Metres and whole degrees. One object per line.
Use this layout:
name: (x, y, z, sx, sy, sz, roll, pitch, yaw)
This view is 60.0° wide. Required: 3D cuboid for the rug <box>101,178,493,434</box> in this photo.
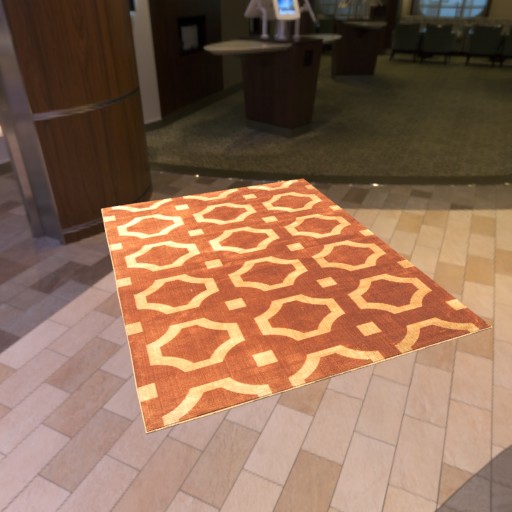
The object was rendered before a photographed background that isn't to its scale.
rug: (0.000, 0.000, 4.009, 2.466, 0.021, 3.049, -11, 33, -18)
